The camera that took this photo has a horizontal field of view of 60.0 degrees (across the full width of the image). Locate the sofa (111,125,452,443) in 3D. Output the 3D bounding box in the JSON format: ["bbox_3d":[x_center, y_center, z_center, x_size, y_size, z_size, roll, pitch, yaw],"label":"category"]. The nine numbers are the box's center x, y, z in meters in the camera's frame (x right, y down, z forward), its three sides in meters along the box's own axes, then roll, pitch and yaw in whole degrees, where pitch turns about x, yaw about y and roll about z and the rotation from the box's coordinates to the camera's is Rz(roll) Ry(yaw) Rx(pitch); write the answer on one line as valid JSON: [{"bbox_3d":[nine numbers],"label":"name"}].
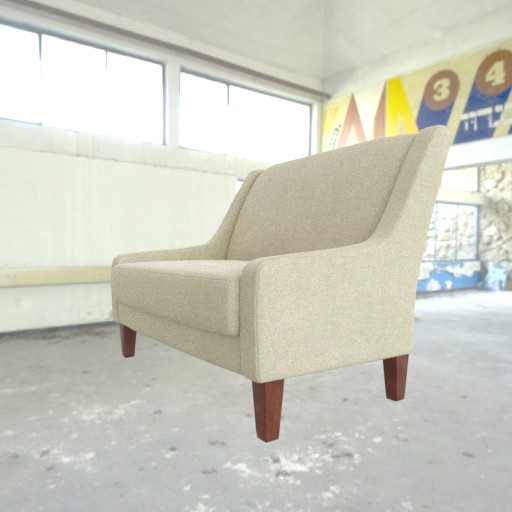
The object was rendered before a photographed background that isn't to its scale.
[{"bbox_3d":[0.000,0.000,1.868,0.946,0.976,1.212,-1,1,-35],"label":"sofa"}]
